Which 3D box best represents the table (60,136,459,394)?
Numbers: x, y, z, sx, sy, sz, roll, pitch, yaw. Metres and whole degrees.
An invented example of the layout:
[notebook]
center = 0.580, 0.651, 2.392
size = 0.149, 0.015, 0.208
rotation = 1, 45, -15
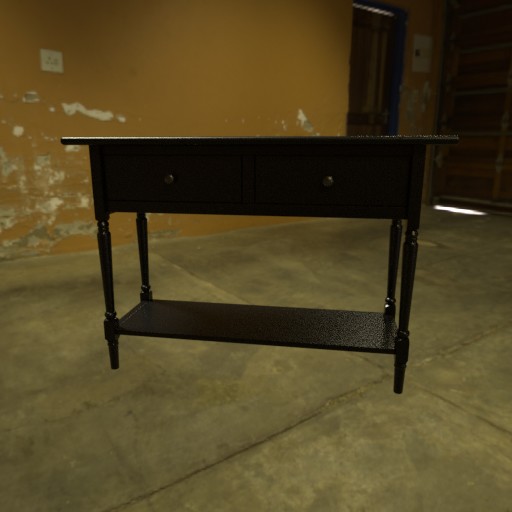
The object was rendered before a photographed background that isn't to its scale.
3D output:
[table]
center = 0.000, 0.000, 1.586
size = 1.191, 0.819, 0.386
rotation = 2, 14, 9
